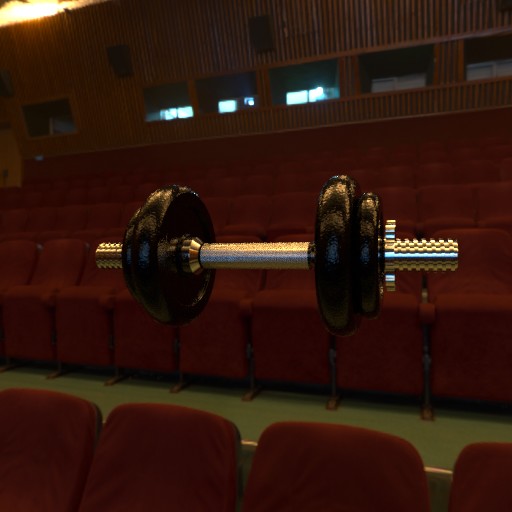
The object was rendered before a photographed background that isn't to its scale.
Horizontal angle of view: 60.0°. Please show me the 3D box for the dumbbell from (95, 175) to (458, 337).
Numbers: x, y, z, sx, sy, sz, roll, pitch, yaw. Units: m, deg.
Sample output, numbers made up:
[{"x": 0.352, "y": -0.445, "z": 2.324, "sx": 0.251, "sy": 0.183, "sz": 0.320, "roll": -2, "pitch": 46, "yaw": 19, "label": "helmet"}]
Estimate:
[{"x": 0.000, "y": 0.000, "z": 0.599, "sx": 0.497, "sy": 0.202, "sz": 0.202, "roll": 0, "pitch": 0, "yaw": 19, "label": "dumbbell"}]
